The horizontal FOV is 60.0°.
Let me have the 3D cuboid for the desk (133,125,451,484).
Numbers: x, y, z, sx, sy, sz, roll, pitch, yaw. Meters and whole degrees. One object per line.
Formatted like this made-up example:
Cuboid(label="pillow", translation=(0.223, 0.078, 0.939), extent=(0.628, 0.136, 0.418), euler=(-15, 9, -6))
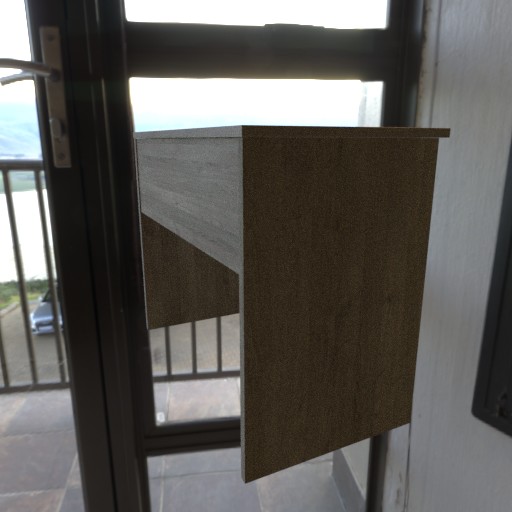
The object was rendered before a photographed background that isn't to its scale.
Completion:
Cuboid(label="desk", translation=(0.000, 0.000, 1.331), extent=(0.498, 0.724, 0.893), euler=(-7, 16, -26))
